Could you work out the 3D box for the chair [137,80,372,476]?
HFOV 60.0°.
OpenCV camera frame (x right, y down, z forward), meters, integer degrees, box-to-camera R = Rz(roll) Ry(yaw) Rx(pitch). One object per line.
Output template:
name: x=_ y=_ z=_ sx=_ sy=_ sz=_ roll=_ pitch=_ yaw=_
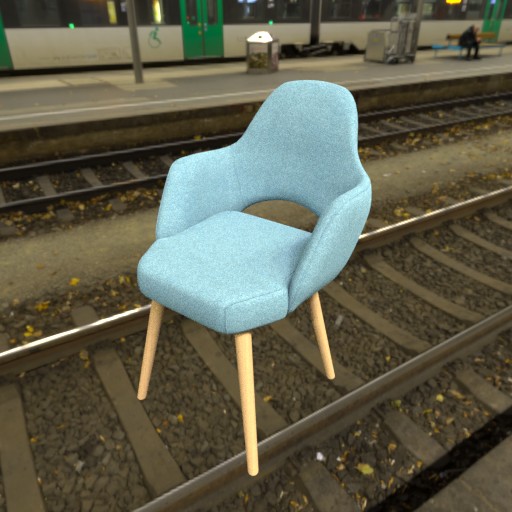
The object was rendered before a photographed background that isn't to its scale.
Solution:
chair: x=0.000 y=0.000 z=1.327 sx=0.589 sy=0.920 sz=0.666 roll=20 pitch=34 yaw=31
